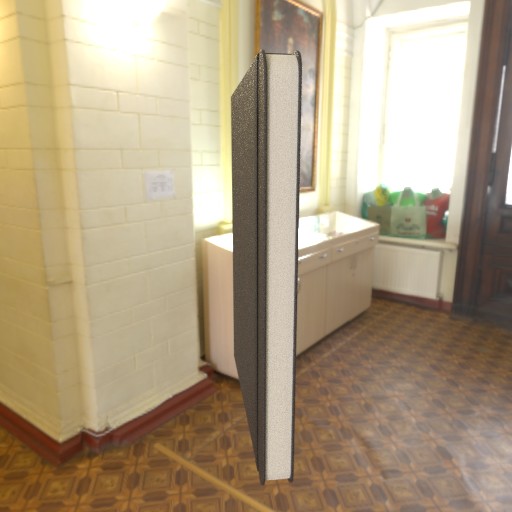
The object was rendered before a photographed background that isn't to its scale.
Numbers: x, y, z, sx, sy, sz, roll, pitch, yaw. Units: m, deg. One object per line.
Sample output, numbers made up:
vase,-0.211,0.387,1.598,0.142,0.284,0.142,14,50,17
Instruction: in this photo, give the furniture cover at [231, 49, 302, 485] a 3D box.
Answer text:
furniture cover,0.000,0.000,0.372,0.023,0.281,0.216,-2,13,-8
